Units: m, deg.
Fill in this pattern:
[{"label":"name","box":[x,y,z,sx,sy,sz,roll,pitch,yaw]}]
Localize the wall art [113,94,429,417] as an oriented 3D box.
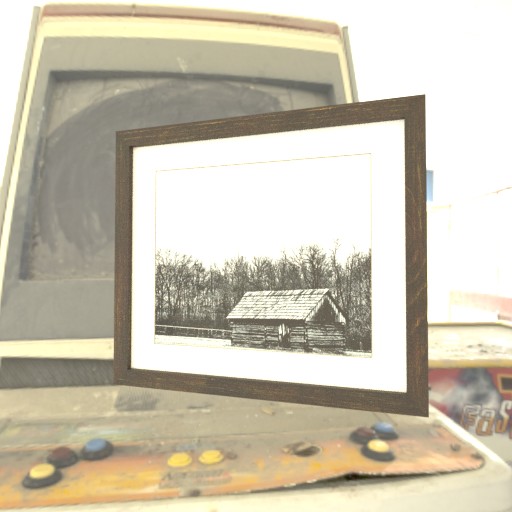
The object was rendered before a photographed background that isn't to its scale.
[{"label":"wall art","box":[0.000,0.000,0.530,0.381,0.330,0.031,0,-2,19]}]
